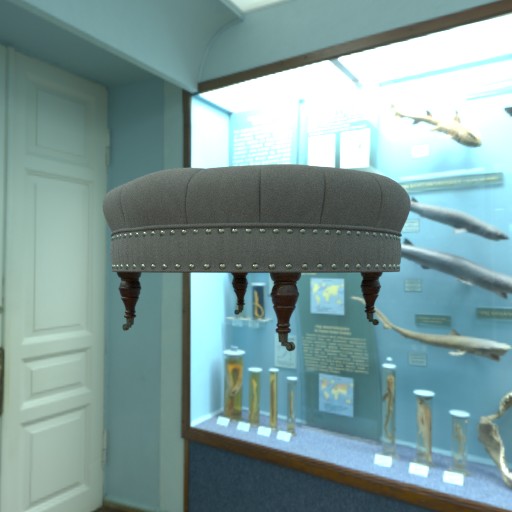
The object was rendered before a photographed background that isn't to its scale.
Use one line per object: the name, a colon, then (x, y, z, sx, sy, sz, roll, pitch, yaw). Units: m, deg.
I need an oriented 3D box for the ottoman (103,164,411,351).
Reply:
ottoman: (0.000, 0.000, 1.366, 0.901, 0.439, 0.901, 0, -2, 0)
